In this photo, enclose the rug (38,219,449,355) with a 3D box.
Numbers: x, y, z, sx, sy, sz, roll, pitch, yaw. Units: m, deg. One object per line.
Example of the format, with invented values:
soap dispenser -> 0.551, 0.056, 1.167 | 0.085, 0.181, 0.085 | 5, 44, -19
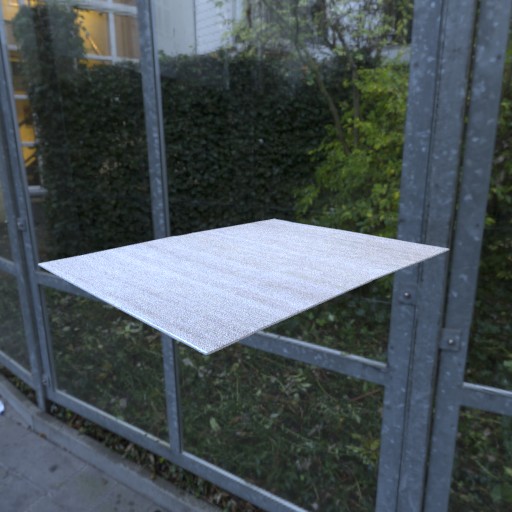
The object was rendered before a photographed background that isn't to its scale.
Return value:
rug -> 0.000, 0.000, 4.343 | 3.245, 0.046, 2.467 | -15, 21, -43
